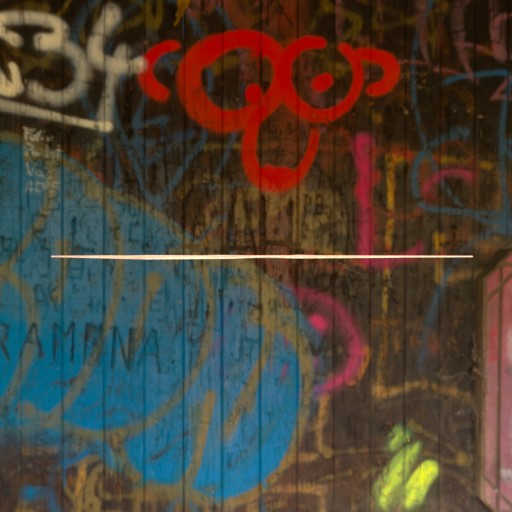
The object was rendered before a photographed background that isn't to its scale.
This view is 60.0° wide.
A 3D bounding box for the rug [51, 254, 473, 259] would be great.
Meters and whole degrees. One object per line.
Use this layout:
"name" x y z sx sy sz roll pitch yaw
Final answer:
"rug" 0.000 0.000 4.080 3.057 0.021 2.431 0 0 -35
